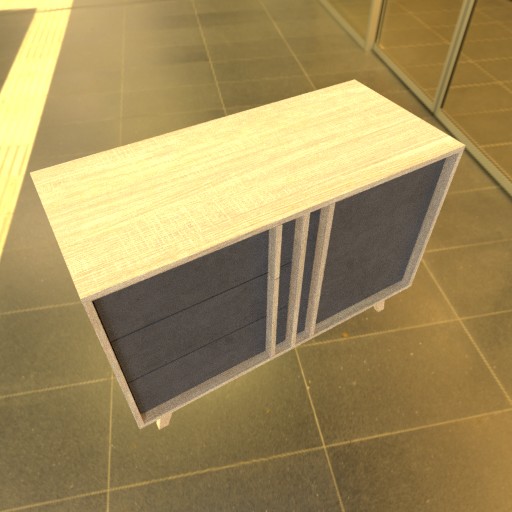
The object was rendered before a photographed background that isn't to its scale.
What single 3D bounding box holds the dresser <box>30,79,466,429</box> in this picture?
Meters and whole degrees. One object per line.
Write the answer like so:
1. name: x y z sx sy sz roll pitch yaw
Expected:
1. dresser: 0.000 0.000 1.512 1.110 0.780 0.500 -23 50 -21
